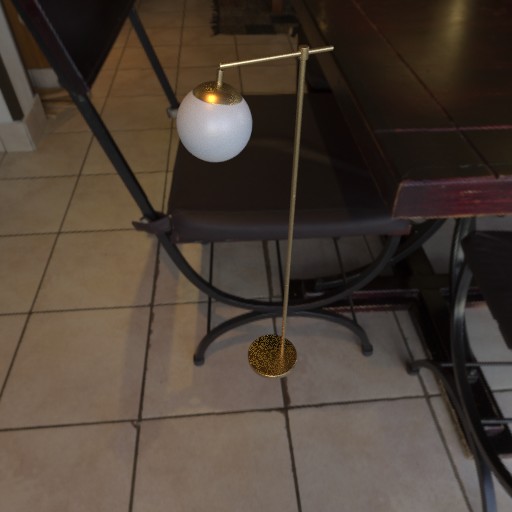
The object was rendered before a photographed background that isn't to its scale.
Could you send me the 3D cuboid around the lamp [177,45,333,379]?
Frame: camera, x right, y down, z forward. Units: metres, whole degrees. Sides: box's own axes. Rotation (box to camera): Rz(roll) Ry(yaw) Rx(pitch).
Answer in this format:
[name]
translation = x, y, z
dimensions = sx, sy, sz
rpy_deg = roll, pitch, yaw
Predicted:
[lamp]
translation = 0.000, 0.000, 1.713
dimensions = 0.476, 1.505, 0.249
rpy_deg = -17, 46, -17
